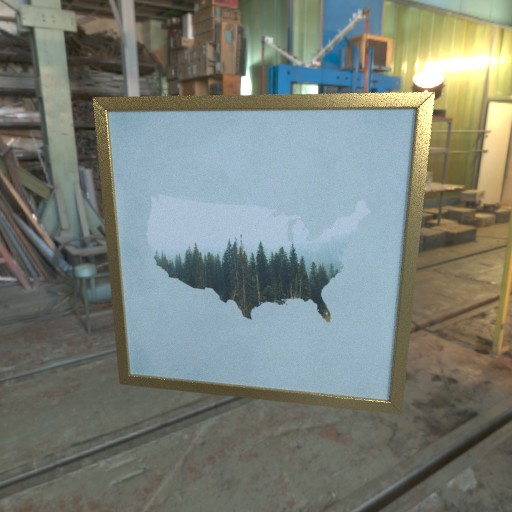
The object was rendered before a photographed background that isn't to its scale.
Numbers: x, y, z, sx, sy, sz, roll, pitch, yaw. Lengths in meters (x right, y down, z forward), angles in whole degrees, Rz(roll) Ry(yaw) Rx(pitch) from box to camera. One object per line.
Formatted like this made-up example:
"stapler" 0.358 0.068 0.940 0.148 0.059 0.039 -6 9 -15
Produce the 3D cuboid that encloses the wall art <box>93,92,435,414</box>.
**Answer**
"wall art" 0.000 0.000 0.448 0.304 0.304 0.038 3 16 10
